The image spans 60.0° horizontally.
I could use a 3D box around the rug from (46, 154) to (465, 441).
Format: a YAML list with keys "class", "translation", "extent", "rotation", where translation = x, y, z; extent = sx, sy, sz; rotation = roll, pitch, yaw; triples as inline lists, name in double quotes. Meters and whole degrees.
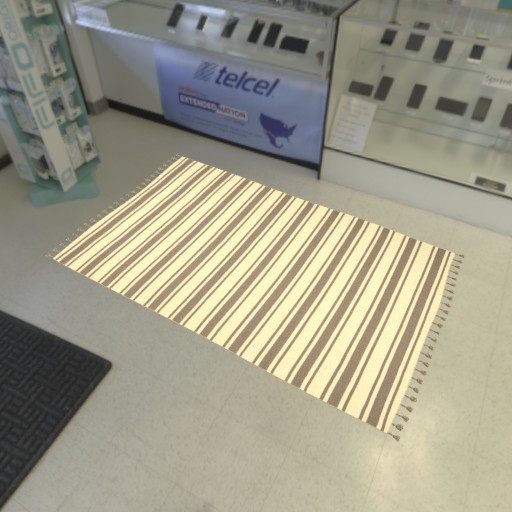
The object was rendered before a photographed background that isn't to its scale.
- class: "rug"
  translation: [0.000, 0.000, 2.530]
  extent: [2.096, 0.011, 1.229]
  rotation: [23, 50, 21]
